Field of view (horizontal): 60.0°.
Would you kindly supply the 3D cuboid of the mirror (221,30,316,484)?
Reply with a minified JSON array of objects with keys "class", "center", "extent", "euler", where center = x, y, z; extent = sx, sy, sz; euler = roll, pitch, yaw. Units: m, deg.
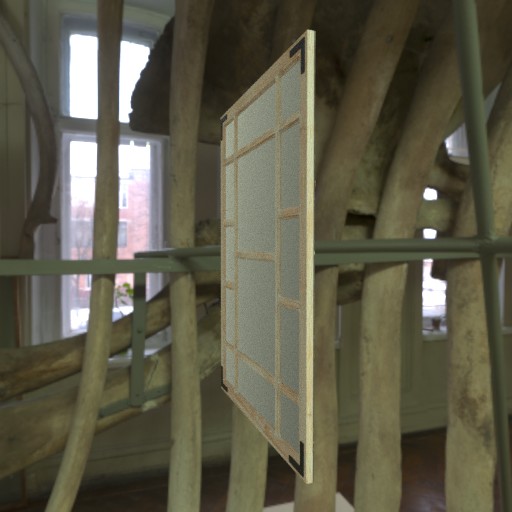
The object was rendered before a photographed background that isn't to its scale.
[{"class":"mirror","center":[0.000,0.000,1.304],"extent":[0.025,0.996,0.705],"euler":[-1,1,-20]}]
